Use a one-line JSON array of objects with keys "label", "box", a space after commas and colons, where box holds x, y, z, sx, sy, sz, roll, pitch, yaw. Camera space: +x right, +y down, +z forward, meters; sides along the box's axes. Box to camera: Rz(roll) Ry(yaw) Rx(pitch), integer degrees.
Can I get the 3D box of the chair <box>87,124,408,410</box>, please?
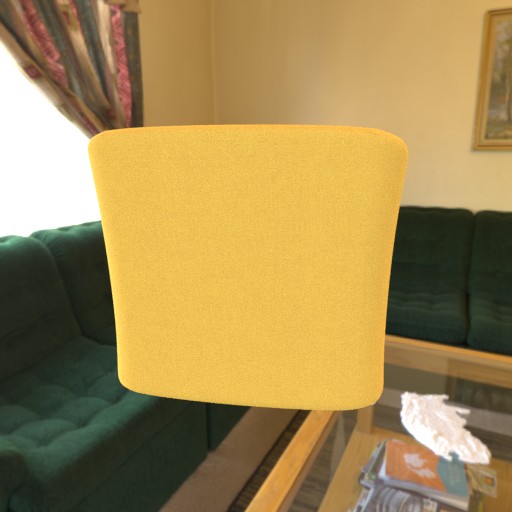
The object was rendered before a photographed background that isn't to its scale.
[{"label": "chair", "box": [0.000, 0.000, 1.333, 0.790, 0.720, 0.700, 2, 13, 9]}]
